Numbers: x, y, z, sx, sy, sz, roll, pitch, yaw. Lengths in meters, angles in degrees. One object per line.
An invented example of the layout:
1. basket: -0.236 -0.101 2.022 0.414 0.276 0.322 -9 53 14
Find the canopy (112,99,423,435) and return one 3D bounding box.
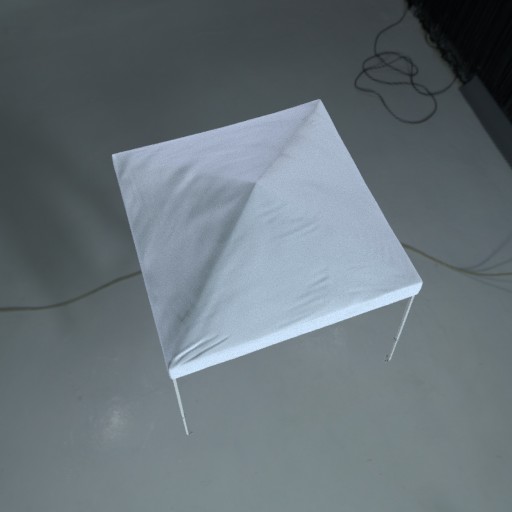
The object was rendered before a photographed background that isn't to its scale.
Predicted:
1. canopy: 0.000 0.000 6.426 3.600 3.600 3.599 -18 65 -8
